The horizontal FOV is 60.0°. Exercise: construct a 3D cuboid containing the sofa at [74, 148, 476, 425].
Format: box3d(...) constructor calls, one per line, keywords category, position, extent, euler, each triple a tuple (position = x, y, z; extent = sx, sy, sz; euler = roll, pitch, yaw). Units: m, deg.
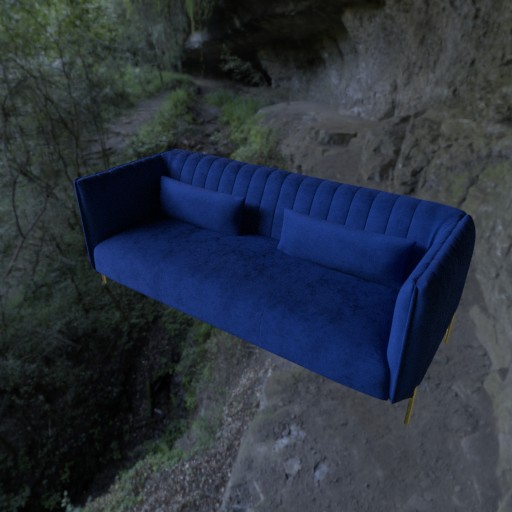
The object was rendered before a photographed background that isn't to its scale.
box3d(category="sofa", position=(0.000, 0.000, 2.563), extent=(2.136, 0.793, 0.896), euler=(18, 34, 30))
